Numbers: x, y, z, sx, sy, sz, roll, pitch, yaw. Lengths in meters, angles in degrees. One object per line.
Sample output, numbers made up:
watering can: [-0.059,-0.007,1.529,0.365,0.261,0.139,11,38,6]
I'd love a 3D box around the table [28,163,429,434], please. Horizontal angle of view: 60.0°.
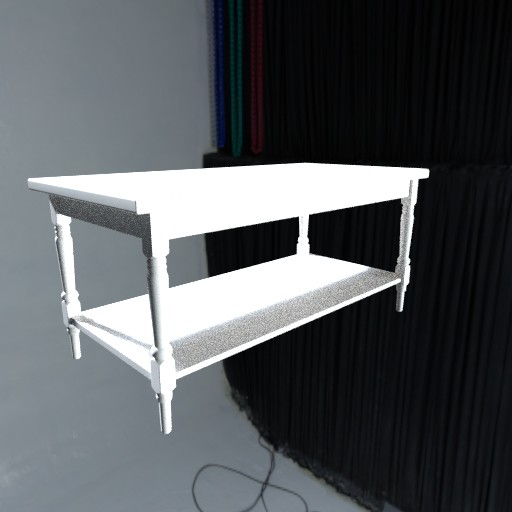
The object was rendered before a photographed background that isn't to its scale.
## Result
table: [0.000,0.000,1.387,1.107,0.510,0.550,-14,20,-42]
